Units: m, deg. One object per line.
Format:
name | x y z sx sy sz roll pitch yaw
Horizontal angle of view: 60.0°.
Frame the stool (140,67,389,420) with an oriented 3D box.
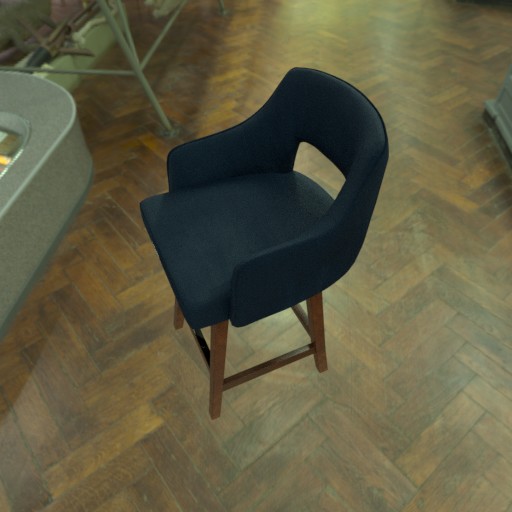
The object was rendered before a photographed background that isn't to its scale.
stool | 0.000 0.000 1.333 0.560 0.940 0.550 -18 48 -17
